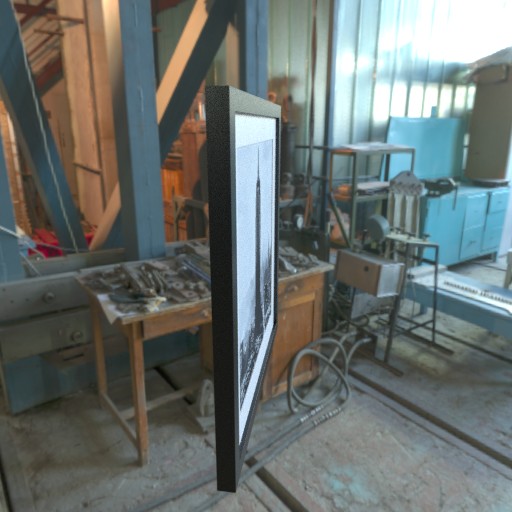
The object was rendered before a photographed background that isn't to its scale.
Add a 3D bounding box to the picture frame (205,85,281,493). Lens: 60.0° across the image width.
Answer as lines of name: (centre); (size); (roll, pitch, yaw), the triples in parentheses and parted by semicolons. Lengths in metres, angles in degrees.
picture frame: (0.000, 0.000, 0.835); (0.029, 0.557, 0.559); (3, 17, 9)
